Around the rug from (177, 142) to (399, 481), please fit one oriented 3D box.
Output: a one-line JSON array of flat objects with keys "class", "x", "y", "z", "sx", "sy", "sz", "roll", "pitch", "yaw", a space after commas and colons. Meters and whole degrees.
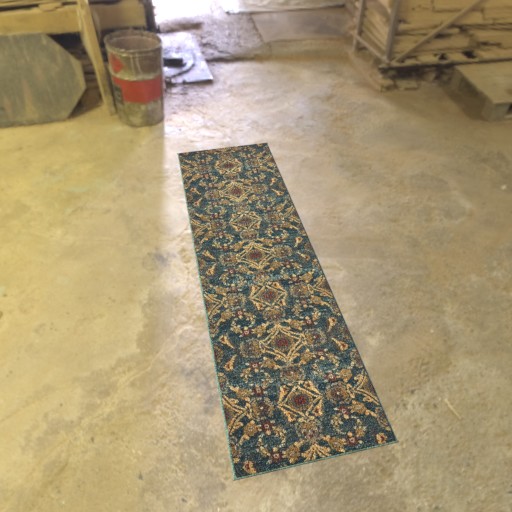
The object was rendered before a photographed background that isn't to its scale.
[{"class": "rug", "x": 0.000, "y": 0.000, "z": 2.520, "sx": 0.685, "sy": 0.014, "sz": 2.292, "roll": -9, "pitch": 47, "yaw": -9}]
